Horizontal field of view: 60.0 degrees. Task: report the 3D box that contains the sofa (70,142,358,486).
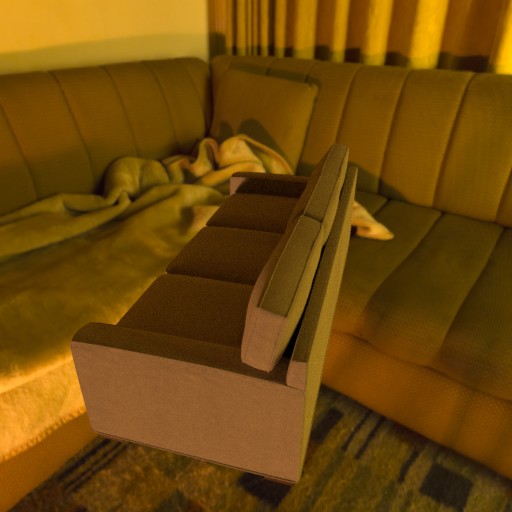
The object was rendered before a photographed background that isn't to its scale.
[{"bbox_3d":[0.000,0.000,2.522,0.936,0.862,2.093,8,30,14],"label":"sofa"}]
